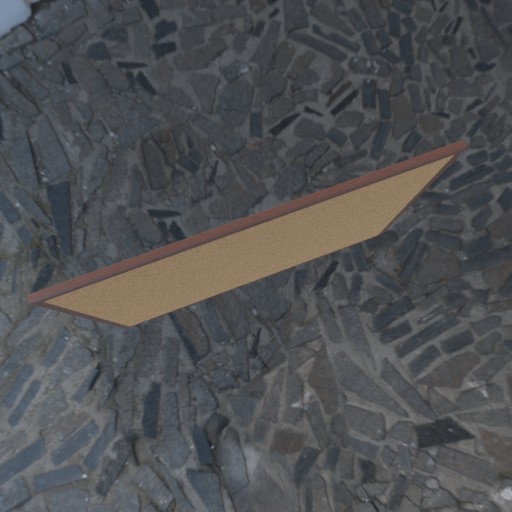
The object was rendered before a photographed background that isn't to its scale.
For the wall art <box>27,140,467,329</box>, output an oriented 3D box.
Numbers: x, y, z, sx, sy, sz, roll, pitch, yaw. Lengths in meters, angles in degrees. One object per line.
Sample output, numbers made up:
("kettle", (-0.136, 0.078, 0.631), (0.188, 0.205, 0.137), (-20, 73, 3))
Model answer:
("wall art", (0.000, 0.000, 0.848), (0.660, 0.455, 0.014), (-20, 77, -5))
